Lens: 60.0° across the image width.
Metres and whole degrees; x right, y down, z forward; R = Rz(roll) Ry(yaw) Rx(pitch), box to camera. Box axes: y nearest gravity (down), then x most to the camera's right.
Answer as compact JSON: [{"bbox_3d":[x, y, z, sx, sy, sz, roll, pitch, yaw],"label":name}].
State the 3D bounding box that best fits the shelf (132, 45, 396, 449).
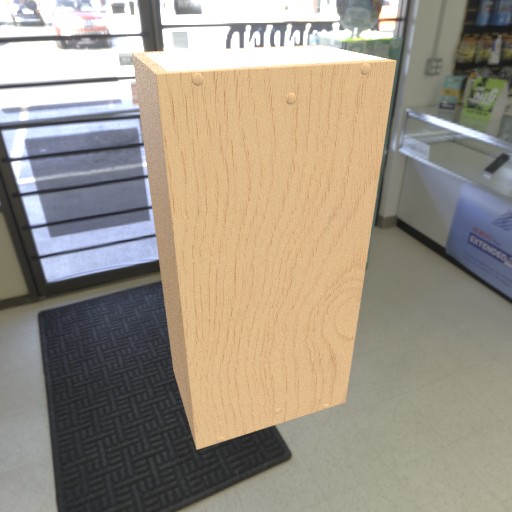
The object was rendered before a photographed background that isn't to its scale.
[{"bbox_3d":[0.000,0.000,0.725,0.290,0.600,0.200,-11,32,-17],"label":"shelf"}]
